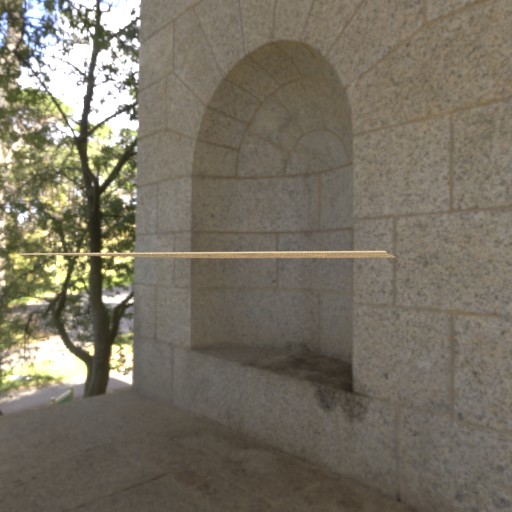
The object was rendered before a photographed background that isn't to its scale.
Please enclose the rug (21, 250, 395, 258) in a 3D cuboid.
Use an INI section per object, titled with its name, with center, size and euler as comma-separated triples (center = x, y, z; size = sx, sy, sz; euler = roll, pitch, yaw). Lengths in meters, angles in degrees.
[rug]
center = 0.000, 0.000, 4.029
size = 2.380, 0.008, 2.977
euler = 0, -1, 18
